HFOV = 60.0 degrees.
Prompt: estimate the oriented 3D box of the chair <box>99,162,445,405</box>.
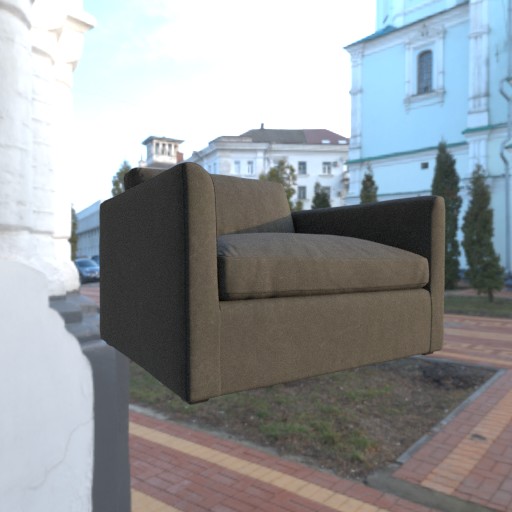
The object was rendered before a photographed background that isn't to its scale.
[{"bbox_3d":[0.000,0.000,1.918,1.190,0.845,1.091,0,0,-35],"label":"chair"}]
